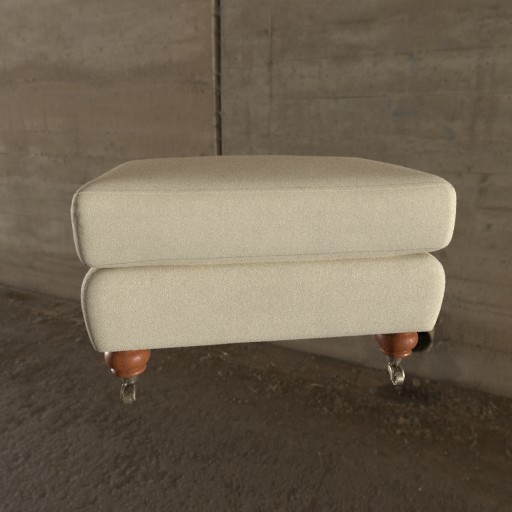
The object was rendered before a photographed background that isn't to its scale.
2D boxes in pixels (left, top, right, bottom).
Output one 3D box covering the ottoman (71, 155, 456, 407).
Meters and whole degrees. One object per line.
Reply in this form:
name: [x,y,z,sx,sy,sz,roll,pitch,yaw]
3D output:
ottoman: [0.000,0.000,1.150,0.773,0.499,0.569,-2,17,-7]
